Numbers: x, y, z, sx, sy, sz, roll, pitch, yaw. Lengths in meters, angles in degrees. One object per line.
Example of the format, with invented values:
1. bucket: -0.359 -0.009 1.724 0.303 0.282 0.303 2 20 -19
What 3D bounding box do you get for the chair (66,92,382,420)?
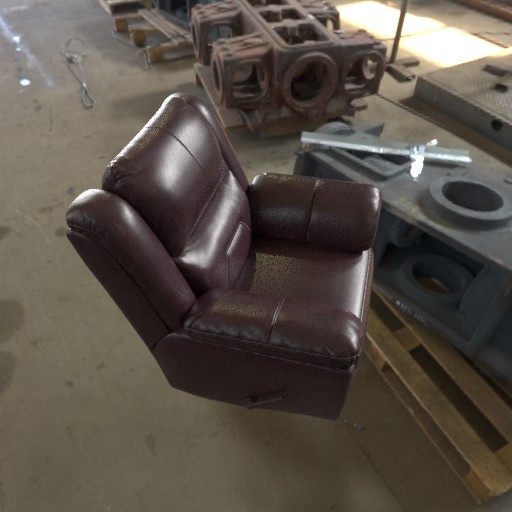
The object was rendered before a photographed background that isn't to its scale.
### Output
1. chair: 0.000 0.000 1.906 1.041 1.093 0.990 11 47 11
